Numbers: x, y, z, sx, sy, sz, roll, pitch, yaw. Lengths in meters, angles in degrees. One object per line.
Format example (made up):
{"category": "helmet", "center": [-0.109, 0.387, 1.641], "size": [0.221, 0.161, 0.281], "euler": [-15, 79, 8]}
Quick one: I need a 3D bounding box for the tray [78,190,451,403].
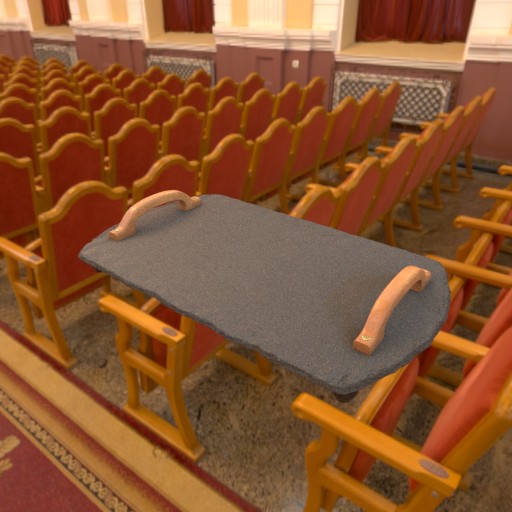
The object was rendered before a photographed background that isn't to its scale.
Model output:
{"category": "tray", "center": [0.000, 0.000, 0.471], "size": [0.387, 0.062, 0.231], "euler": [21, 36, 32]}
